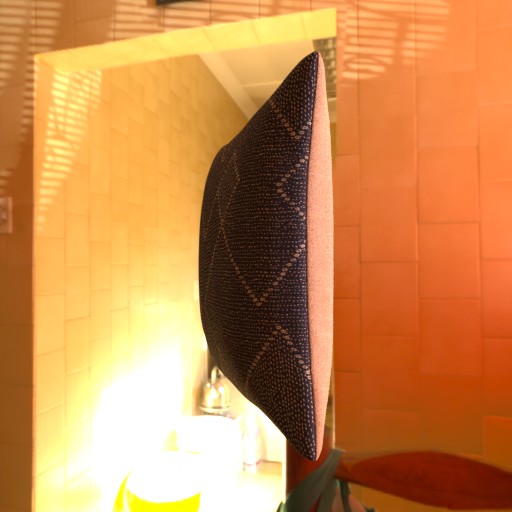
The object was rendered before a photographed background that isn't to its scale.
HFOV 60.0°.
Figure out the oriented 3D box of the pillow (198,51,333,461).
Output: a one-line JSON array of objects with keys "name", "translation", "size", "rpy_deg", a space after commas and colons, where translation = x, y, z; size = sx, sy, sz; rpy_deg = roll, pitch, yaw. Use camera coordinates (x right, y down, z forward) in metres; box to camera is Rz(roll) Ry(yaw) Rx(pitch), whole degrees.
[{"name": "pillow", "translation": [0.000, 0.000, 0.664], "size": [0.148, 0.428, 0.435], "rpy_deg": [0, -1, -17]}]
